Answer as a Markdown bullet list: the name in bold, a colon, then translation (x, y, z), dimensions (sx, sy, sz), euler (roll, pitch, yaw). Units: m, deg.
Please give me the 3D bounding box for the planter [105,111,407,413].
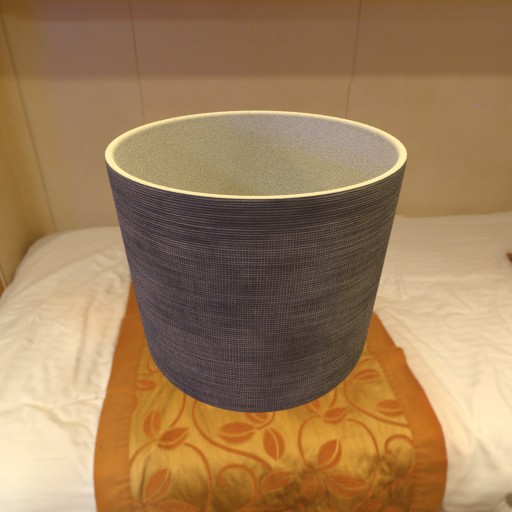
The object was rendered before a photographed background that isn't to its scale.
- **planter**: translation (0.000, 0.000, 0.770), dimensions (0.440, 0.398, 0.440), euler (0, 30, 0)
